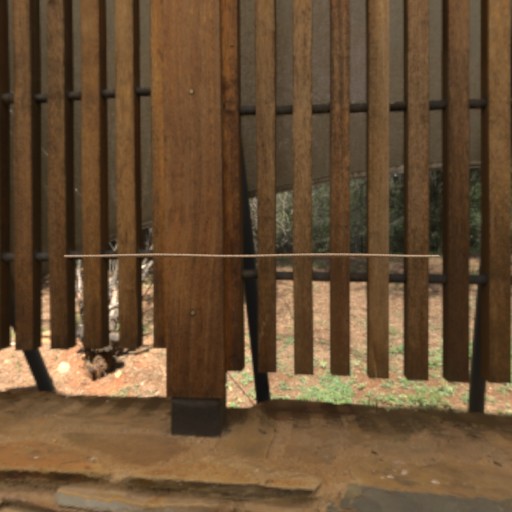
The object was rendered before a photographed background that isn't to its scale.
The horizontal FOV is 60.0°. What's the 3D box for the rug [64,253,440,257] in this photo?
[{"bbox_3d":[0.000,0.000,2.351,1.220,0.013,1.829,0,0,1],"label":"rug"}]
